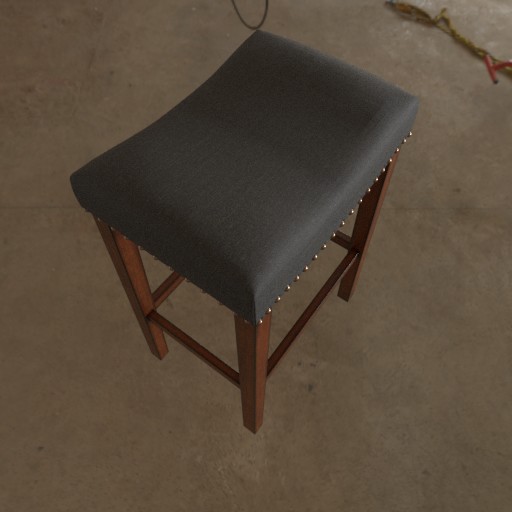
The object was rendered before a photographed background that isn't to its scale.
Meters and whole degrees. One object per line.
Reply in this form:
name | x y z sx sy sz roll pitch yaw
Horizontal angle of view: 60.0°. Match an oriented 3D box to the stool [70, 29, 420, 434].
stool | 0.000 0.000 0.991 0.366 0.748 0.502 32 63 18
